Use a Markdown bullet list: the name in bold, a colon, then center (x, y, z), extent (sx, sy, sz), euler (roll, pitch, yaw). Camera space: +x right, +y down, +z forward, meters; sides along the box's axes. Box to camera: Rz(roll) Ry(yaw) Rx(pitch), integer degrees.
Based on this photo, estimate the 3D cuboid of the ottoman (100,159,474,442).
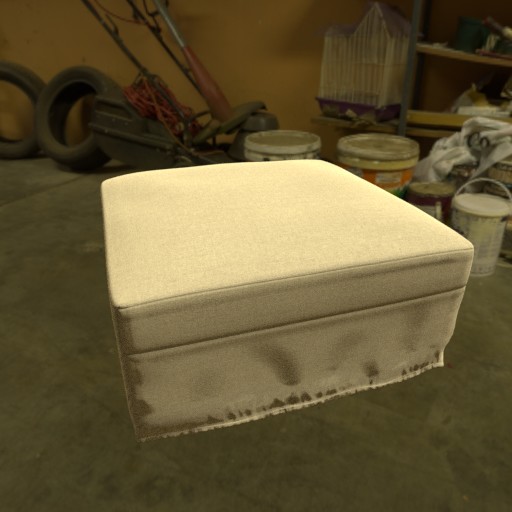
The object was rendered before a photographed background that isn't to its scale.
- **ottoman**: center (0.000, 0.000, 1.328), extent (0.840, 0.436, 0.843), euler (-9, 28, -17)
